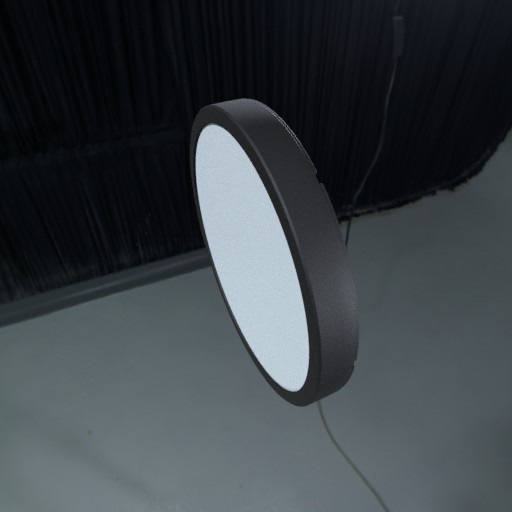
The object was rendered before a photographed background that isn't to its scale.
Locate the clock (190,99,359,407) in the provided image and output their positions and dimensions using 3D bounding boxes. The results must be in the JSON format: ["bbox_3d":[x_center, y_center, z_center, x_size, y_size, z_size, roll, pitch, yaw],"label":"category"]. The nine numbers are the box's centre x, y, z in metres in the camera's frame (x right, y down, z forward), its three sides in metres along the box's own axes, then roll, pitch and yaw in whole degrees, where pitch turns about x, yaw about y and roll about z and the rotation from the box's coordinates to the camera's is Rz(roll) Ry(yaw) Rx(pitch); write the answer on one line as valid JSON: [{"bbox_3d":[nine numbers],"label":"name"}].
[{"bbox_3d":[0.000,0.000,0.438,0.040,0.293,0.293,-18,48,-17],"label":"clock"}]
